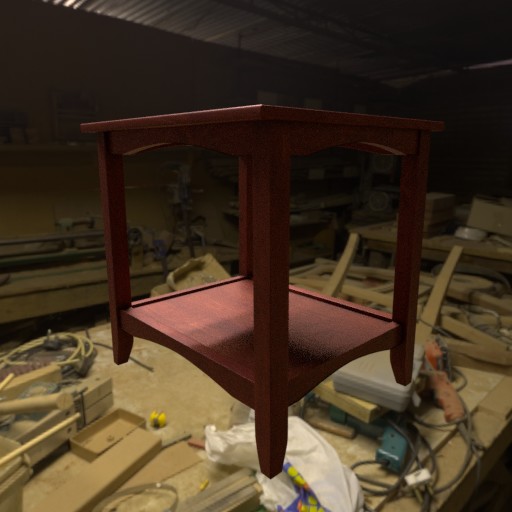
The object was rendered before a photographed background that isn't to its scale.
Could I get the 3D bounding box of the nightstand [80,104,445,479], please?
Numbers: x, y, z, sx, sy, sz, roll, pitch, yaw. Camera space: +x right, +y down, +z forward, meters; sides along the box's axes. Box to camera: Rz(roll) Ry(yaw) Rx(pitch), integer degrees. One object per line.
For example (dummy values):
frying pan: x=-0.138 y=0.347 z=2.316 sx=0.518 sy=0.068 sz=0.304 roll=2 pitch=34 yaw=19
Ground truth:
nightstand: x=0.000 y=0.000 z=0.971 sx=0.501 sy=0.558 sz=0.558 roll=-12 pitch=18 yaw=-42
